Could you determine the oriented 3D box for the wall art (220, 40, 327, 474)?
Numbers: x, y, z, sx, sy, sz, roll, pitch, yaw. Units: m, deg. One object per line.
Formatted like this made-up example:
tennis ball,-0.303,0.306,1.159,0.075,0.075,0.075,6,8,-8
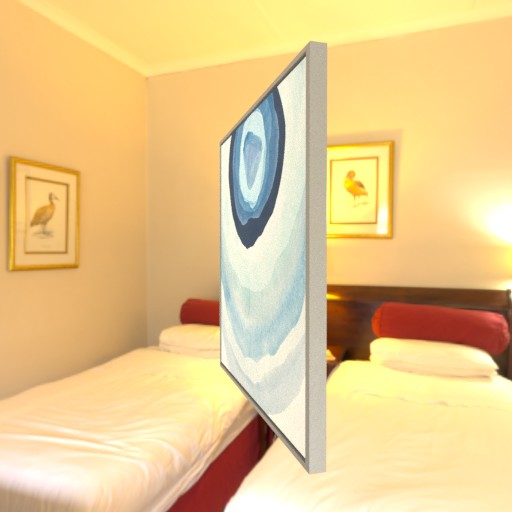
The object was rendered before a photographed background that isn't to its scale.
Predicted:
wall art,0.000,0.000,1.216,0.038,0.807,0.809,0,1,-17
